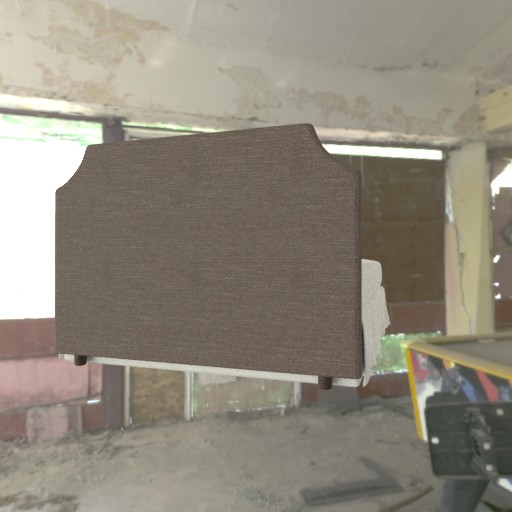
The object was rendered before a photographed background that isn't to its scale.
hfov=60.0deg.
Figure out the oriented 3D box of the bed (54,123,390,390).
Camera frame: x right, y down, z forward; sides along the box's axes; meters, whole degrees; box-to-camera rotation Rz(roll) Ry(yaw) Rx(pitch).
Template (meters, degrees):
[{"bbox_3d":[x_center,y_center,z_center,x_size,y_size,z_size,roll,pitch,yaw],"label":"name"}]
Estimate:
[{"bbox_3d":[0.000,0.000,4.200,2.350,1.590,2.773,0,0,19],"label":"bed"}]
